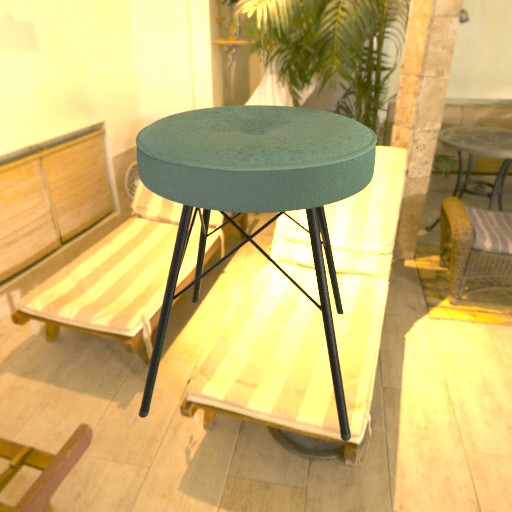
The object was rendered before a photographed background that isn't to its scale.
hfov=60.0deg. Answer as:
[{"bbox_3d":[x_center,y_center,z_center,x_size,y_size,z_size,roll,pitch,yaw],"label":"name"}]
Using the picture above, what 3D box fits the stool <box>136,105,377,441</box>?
[{"bbox_3d":[0.000,0.000,0.878,0.457,0.519,0.458,8,30,14],"label":"stool"}]
